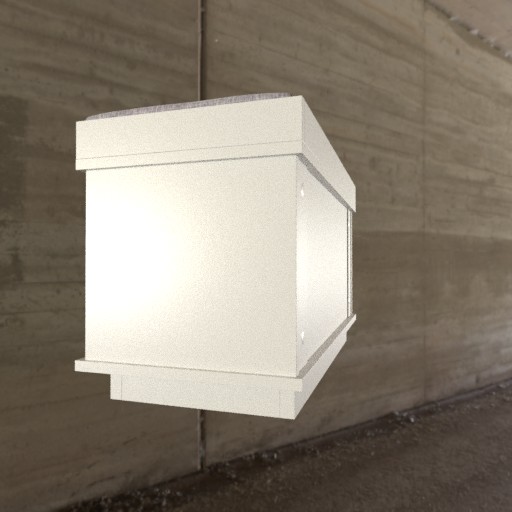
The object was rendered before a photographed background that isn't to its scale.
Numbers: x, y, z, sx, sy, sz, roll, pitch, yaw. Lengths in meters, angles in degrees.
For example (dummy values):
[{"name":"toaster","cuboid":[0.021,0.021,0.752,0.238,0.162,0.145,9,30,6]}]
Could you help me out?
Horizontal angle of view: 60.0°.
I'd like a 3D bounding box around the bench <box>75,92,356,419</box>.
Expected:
[{"name":"bench","cuboid":[0.000,0.000,0.971,0.362,0.461,0.734,0,-1,18]}]
